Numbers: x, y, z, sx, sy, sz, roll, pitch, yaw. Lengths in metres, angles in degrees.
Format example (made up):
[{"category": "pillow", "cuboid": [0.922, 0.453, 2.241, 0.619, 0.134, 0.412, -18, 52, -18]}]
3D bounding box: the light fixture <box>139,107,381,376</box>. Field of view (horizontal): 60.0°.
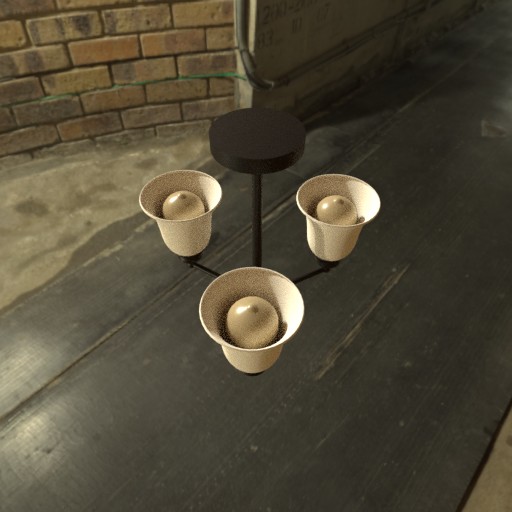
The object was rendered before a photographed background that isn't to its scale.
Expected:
[{"category": "light fixture", "cuboid": [0.000, 0.000, 0.657, 0.388, 0.370, 0.354, 2, 46, 2]}]
